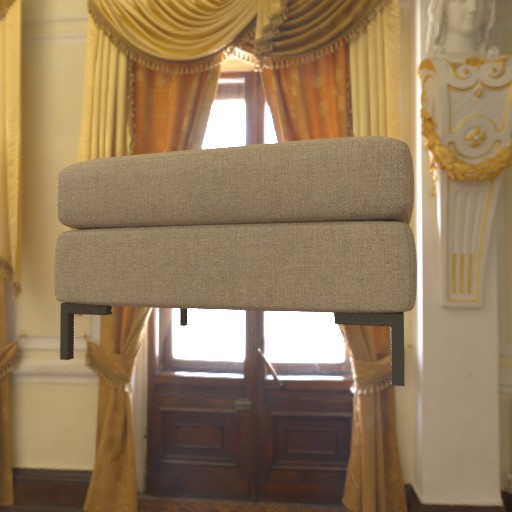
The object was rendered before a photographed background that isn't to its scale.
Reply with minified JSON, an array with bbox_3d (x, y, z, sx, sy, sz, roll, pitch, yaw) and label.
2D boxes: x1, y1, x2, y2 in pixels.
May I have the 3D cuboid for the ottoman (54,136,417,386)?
[{"bbox_3d":[0.000,0.000,1.221,0.820,0.490,0.671,0,-1,18],"label":"ottoman"}]
